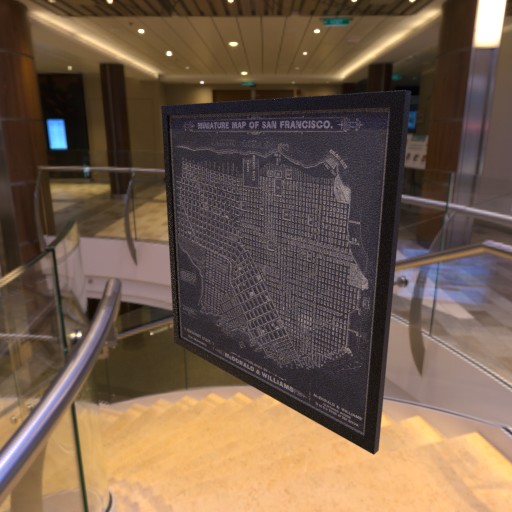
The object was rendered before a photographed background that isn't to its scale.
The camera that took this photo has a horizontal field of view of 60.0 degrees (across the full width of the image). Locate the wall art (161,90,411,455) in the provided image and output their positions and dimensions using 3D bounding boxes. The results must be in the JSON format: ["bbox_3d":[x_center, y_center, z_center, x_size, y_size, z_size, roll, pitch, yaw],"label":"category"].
[{"bbox_3d":[0.000,0.000,1.215,0.807,0.807,0.022,15,22,43],"label":"wall art"}]
